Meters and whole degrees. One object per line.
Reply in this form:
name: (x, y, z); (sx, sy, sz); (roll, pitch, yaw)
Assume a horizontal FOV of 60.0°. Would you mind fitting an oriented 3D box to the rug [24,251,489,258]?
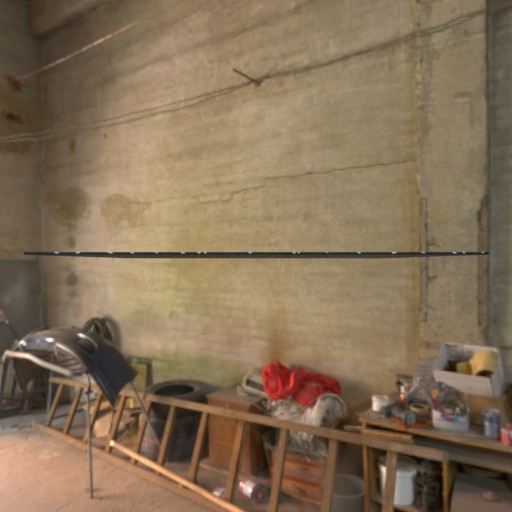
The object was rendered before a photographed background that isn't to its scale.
rug: (0.000, 0.000, 4.091); (3.047, 0.022, 2.439); (0, -1, 0)
